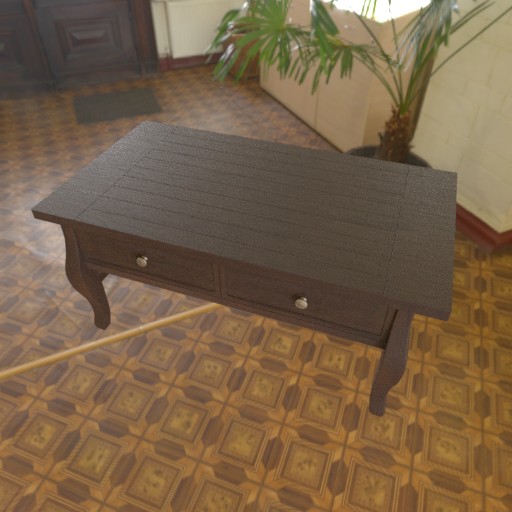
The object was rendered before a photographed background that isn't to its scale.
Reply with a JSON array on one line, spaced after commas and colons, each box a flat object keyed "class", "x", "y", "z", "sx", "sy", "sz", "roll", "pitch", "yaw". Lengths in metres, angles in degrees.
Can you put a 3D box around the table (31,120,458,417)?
[{"class": "table", "x": 0.000, "y": 0.000, "z": 1.410, "sx": 1.062, "sy": 0.494, "sz": 0.600, "roll": 13, "pitch": 43, "yaw": 15}]
